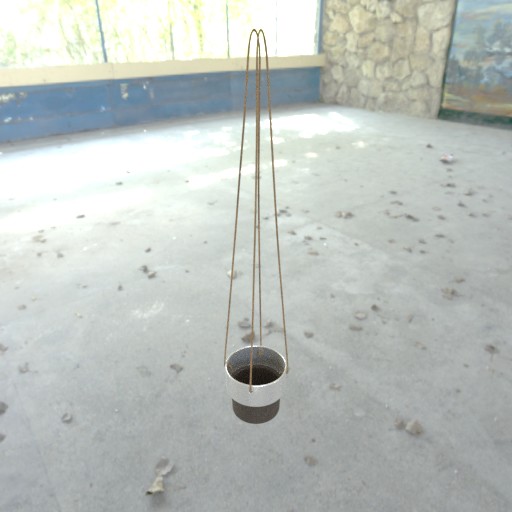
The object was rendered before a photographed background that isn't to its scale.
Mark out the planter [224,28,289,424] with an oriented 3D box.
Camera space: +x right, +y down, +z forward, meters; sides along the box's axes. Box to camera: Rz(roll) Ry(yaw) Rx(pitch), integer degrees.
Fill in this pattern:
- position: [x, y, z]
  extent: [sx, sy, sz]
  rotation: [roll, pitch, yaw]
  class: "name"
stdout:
- position: [0.000, 0.000, 1.175]
  extent: [0.187, 1.073, 0.187]
  rotation: [-18, 32, -32]
  class: "planter"
